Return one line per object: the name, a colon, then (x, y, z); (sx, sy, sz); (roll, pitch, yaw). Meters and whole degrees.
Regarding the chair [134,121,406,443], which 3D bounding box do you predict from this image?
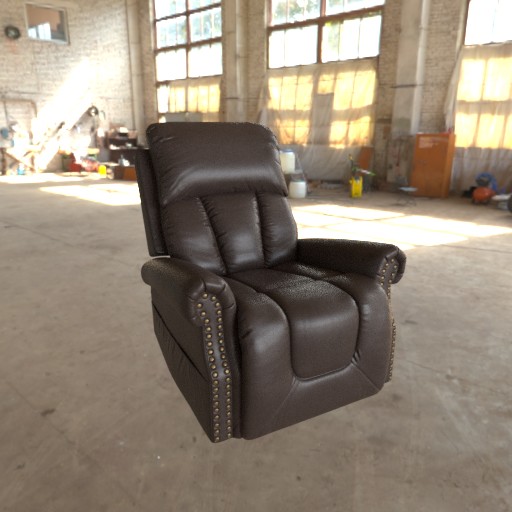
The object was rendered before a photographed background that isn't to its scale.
chair: (0.000, 0.000, 1.754); (0.869, 1.028, 0.978); (-9, 18, -28)
